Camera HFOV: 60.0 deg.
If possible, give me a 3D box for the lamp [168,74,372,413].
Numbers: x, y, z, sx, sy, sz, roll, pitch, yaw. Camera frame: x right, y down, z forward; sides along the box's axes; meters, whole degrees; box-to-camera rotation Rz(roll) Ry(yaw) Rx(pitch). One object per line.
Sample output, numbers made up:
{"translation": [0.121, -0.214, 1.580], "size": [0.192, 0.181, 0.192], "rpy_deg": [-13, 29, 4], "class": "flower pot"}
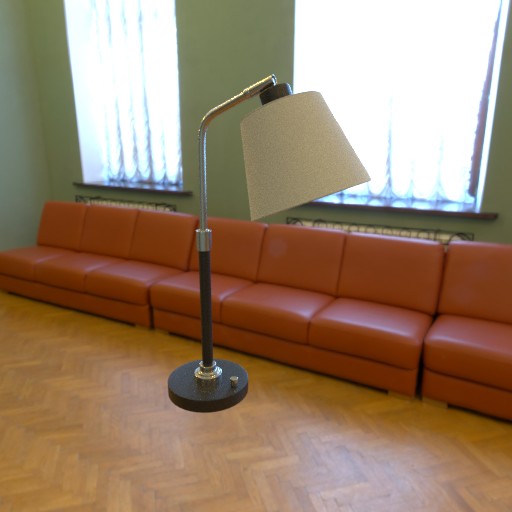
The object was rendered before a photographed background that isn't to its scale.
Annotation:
{"translation": [0.000, 0.000, 0.709], "size": [0.348, 0.539, 0.181], "rpy_deg": [8, 17, 27], "class": "lamp"}
